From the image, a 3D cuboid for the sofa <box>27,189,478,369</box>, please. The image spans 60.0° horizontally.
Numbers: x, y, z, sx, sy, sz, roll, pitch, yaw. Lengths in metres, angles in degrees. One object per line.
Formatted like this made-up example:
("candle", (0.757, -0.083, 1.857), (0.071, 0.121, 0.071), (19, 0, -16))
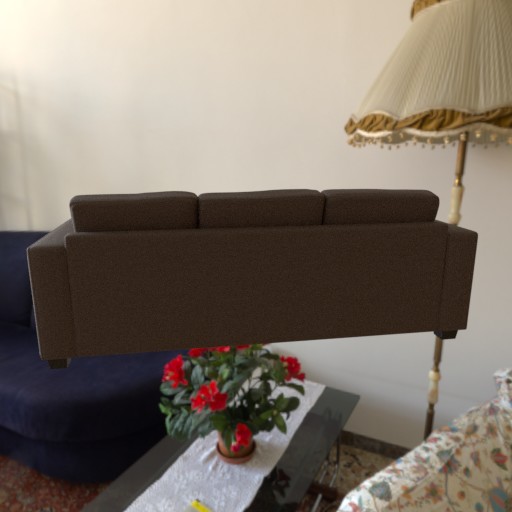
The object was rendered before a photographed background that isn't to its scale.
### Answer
("sofa", (0.000, 0.000, 2.531), (2.160, 0.806, 0.900), (-2, 14, -9))
